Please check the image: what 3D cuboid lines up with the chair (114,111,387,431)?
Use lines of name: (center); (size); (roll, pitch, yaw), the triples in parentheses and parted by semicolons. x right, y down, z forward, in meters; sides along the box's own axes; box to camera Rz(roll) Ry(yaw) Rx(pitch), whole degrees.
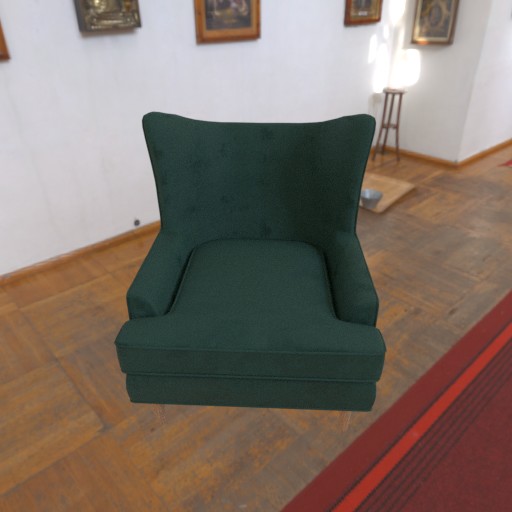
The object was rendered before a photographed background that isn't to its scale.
chair: (0.000, 0.000, 1.613); (0.793, 0.952, 0.910); (1, 29, 2)
